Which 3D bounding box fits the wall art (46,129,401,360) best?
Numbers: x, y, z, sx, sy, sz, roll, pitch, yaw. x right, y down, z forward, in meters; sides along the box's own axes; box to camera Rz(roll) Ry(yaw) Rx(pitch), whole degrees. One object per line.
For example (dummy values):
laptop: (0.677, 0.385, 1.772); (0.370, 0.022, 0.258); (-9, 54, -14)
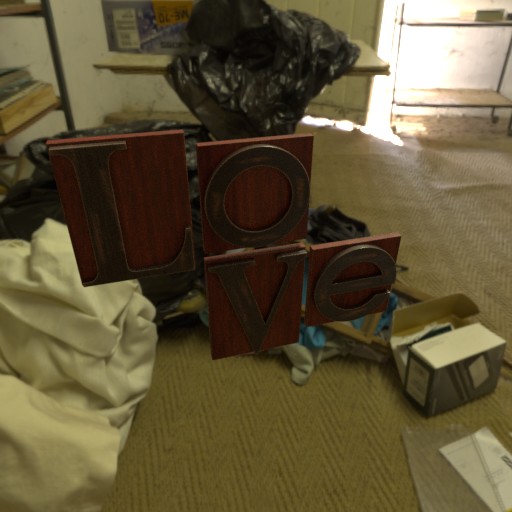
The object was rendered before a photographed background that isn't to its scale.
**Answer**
wall art: (0.000, 0.000, 0.850); (0.635, 0.497, 0.030); (-9, 33, -14)
